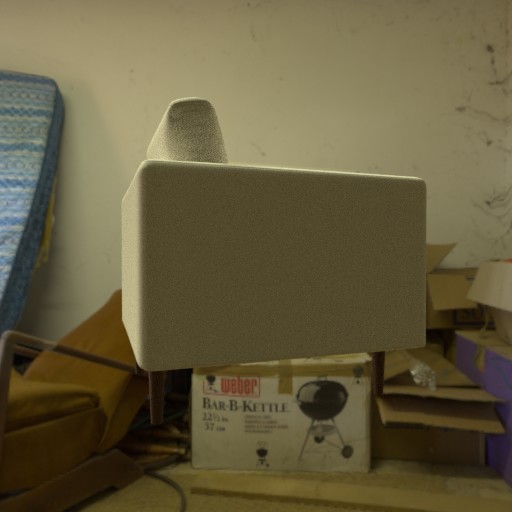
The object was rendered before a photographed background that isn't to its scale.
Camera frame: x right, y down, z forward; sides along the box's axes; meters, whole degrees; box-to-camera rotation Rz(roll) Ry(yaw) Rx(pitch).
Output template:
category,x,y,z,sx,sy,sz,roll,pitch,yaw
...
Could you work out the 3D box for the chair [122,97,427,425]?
category,x,y,z,sx,sy,sz,roll,pitch,yaw
chair,0.000,0.000,1.575,0.879,0.899,0.831,0,1,-20
